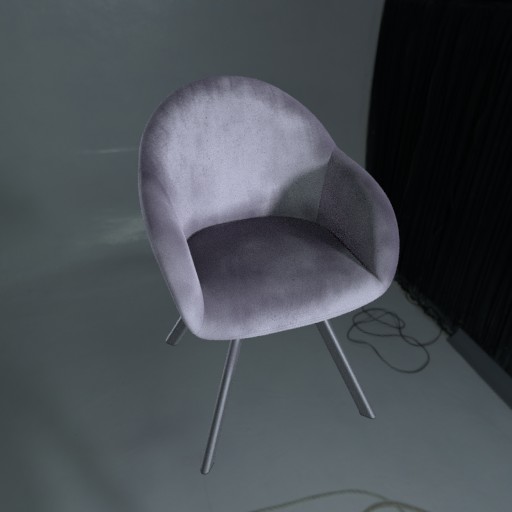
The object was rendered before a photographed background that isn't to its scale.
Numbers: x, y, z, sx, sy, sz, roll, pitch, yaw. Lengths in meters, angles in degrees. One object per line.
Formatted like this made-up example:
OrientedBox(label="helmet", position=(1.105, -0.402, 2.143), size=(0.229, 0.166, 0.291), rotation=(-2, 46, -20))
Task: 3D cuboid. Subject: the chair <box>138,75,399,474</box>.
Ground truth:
OrientedBox(label="chair", position=(0.000, 0.000, 1.158), size=(0.550, 0.795, 0.590), rotation=(-11, 34, -17))
